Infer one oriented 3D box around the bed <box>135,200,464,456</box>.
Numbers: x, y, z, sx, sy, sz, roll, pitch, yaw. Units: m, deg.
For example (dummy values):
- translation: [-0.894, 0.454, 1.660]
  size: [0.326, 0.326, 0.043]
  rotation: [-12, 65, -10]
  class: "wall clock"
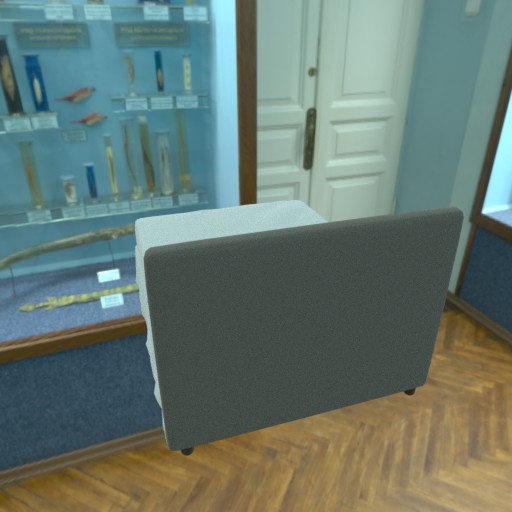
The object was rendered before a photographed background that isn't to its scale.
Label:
- translation: [0.000, 0.000, 3.310]
  size: [1.748, 1.330, 2.142]
  rotation: [-9, 29, -16]
  class: "bed"
